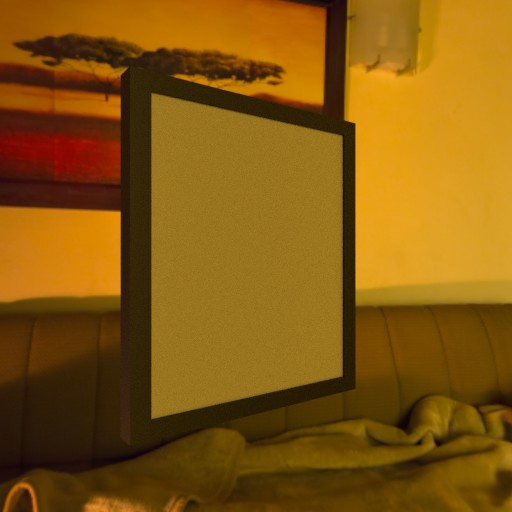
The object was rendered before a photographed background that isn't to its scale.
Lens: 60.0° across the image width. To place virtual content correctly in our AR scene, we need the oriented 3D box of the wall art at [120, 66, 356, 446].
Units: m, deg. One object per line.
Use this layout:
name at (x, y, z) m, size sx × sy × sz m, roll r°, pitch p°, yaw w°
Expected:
wall art at (0.000, 0.000, 0.551) m, size 0.330 × 0.381 × 0.029 m, roll 0°, pitch 0°, yaw -35°
